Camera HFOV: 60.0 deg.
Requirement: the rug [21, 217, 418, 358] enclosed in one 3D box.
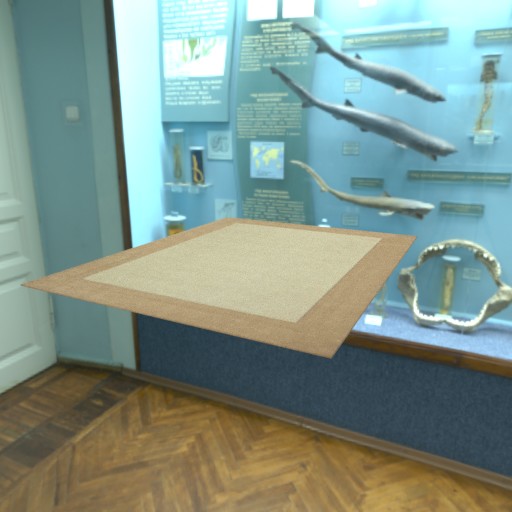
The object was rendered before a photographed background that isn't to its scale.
[{"bbox_3d":[0.000,0.000,4.117,2.438,0.014,3.048,8,18,26],"label":"rug"}]
